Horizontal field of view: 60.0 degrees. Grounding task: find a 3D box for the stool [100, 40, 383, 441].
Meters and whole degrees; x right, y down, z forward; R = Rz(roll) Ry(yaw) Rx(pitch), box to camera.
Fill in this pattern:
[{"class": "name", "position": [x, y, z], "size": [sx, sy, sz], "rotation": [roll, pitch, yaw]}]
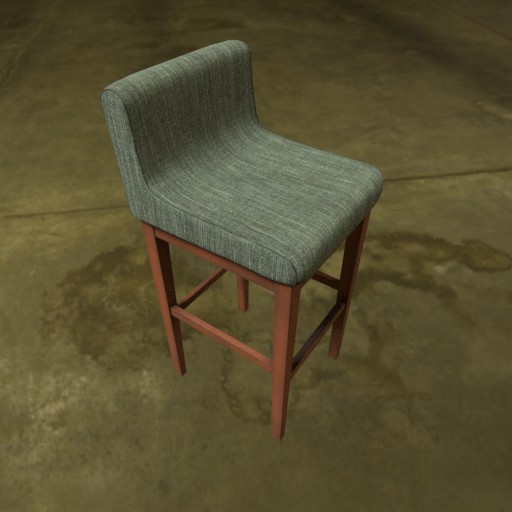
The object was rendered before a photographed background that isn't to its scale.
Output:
[{"class": "stool", "position": [0.000, 0.000, 1.213], "size": [0.499, 0.965, 0.426], "rotation": [25, 46, 26]}]
